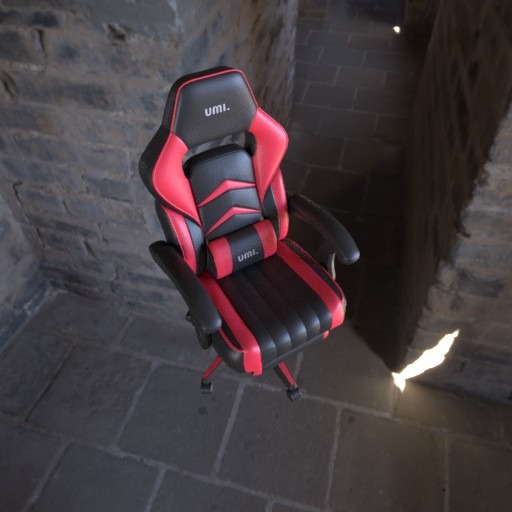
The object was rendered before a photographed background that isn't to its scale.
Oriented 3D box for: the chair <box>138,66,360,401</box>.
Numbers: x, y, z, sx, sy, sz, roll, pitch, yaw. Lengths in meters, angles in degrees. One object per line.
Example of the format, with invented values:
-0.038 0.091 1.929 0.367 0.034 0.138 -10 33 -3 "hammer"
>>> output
0.000 0.000 1.716 0.700 1.220 0.700 -24 51 -21 "chair"
